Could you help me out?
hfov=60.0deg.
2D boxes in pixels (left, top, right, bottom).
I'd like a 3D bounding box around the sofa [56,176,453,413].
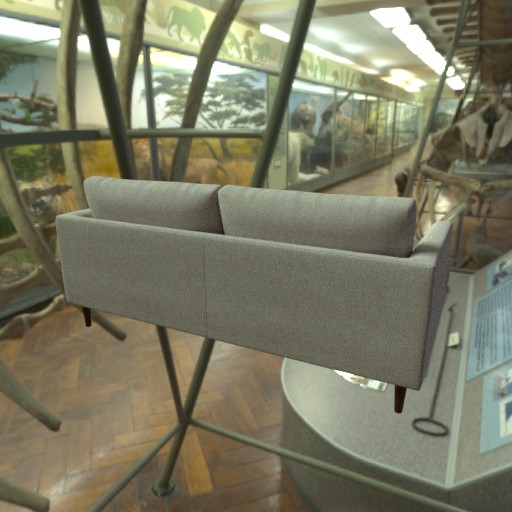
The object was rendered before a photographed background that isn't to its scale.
[{"bbox_3d":[0.000,0.000,2.460,1.948,0.868,1.020,8,19,26],"label":"sofa"}]
